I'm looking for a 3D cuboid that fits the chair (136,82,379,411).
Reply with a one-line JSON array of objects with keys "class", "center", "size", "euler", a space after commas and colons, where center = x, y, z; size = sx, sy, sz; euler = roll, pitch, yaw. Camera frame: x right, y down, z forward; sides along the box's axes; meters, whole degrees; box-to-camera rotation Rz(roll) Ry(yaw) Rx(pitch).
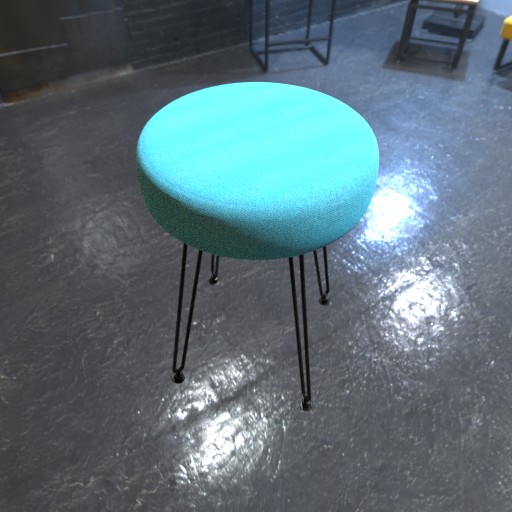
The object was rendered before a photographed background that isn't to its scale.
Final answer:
[{"class": "chair", "center": [0.000, 0.000, 0.688], "size": [0.350, 0.440, 0.350], "euler": [-24, 51, -22]}]
